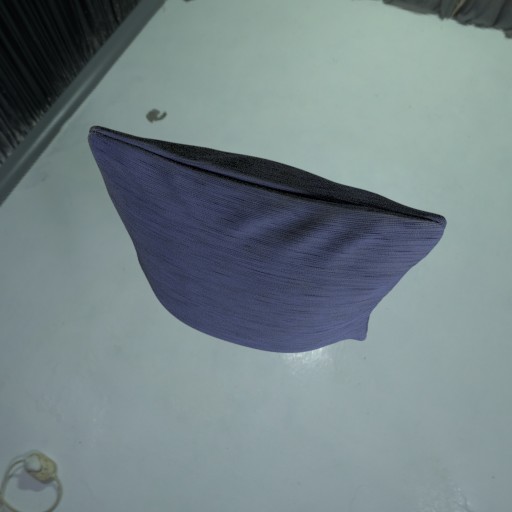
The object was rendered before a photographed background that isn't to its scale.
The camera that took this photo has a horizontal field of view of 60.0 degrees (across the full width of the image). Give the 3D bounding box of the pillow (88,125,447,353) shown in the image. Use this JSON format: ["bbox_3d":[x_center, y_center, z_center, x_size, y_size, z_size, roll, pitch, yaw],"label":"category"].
[{"bbox_3d":[0.000,0.000,0.679,0.432,0.414,0.246,16,64,8],"label":"pillow"}]
